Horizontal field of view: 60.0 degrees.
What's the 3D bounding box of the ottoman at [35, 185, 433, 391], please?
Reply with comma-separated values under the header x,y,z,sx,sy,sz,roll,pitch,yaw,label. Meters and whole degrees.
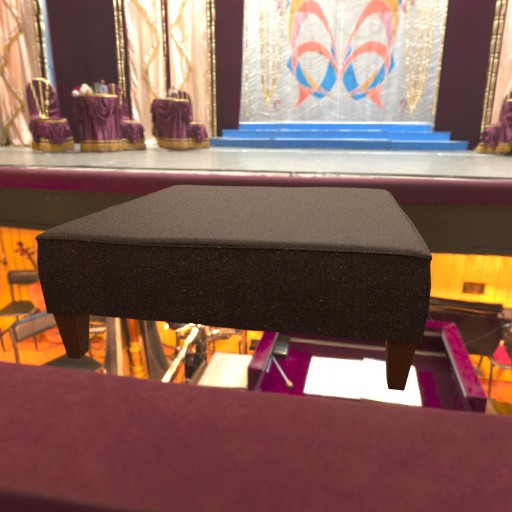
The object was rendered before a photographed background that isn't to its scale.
x,y,z,sx,sy,sz,roll,pitch,yaw,label
0.000,0.000,1.547,0.968,0.382,1.004,3,17,10,ottoman
